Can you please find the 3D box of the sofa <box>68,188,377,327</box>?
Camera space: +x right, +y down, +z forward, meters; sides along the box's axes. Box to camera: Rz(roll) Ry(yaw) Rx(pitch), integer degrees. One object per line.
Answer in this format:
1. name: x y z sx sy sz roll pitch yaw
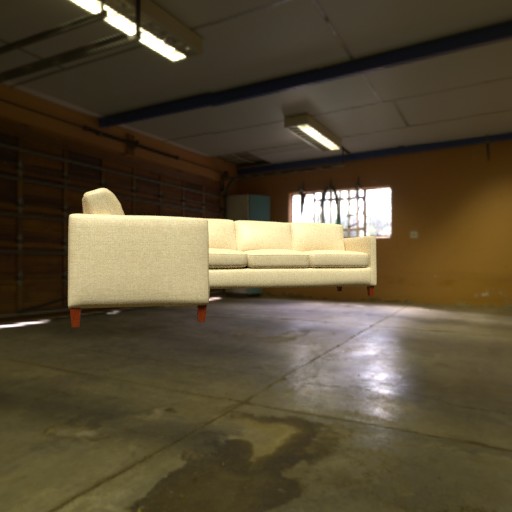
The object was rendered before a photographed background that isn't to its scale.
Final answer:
1. sofa: 0.000 0.000 4.516 3.302 0.947 2.593 0 0 -17
